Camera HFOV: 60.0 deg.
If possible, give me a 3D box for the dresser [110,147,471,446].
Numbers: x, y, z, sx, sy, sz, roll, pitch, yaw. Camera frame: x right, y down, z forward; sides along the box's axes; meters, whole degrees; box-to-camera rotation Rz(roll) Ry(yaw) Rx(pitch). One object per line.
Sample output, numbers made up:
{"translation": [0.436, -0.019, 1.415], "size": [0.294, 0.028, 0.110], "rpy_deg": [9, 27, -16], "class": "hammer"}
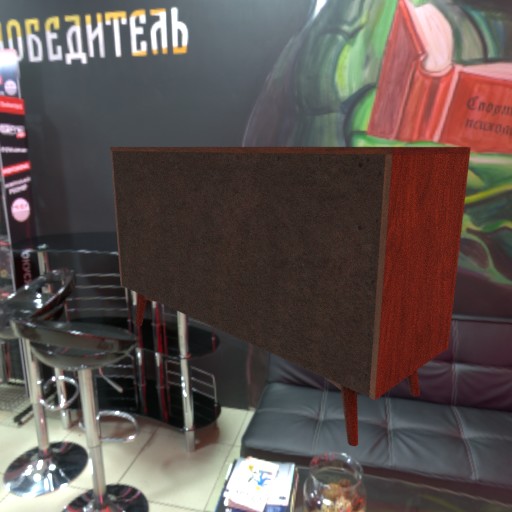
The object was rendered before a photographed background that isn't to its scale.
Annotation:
{"translation": [0.000, 0.000, 1.861], "size": [0.500, 0.889, 1.472], "rpy_deg": [-13, 19, -42], "class": "dresser"}
